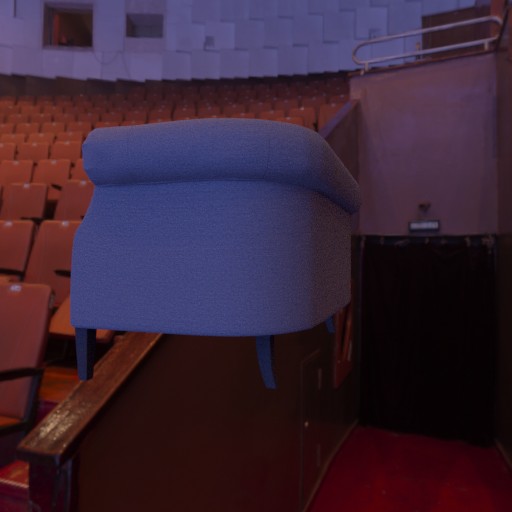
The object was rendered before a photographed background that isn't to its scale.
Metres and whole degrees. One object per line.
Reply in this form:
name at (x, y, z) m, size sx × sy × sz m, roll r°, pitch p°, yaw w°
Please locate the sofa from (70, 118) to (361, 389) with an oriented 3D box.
sofa at (0.000, 0.000, 1.990) m, size 0.835 × 0.827 × 1.558 m, roll 0°, pitch 0°, yaw 19°
